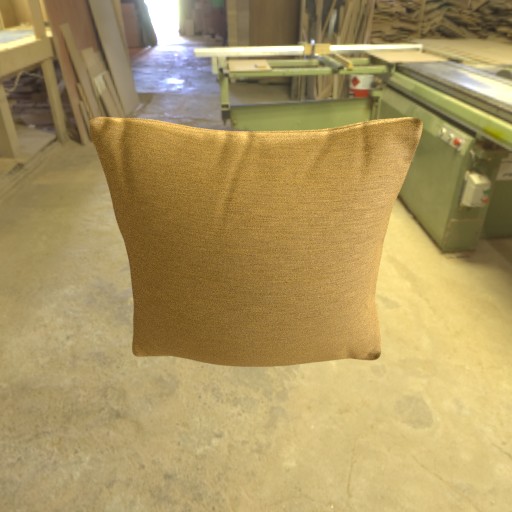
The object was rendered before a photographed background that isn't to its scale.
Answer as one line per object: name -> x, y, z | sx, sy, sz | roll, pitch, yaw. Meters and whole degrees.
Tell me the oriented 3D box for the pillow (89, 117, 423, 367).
pillow -> 0.000, 0.000, 0.676 | 0.435, 0.417, 0.247 | 0, 31, 1
